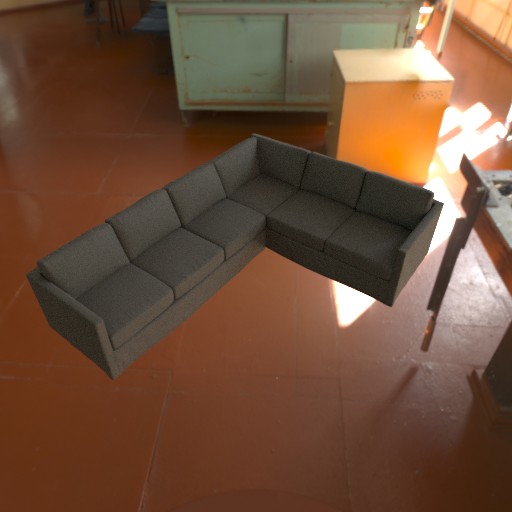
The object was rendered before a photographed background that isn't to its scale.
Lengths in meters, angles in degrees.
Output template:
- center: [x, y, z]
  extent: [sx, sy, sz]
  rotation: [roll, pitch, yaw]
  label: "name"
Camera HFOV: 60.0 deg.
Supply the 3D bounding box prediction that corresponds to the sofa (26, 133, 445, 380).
- center: [0.000, 0.000, 4.242]
  extent: [2.432, 0.871, 3.182]
  rotation: [26, 47, 27]
  label: "sofa"
